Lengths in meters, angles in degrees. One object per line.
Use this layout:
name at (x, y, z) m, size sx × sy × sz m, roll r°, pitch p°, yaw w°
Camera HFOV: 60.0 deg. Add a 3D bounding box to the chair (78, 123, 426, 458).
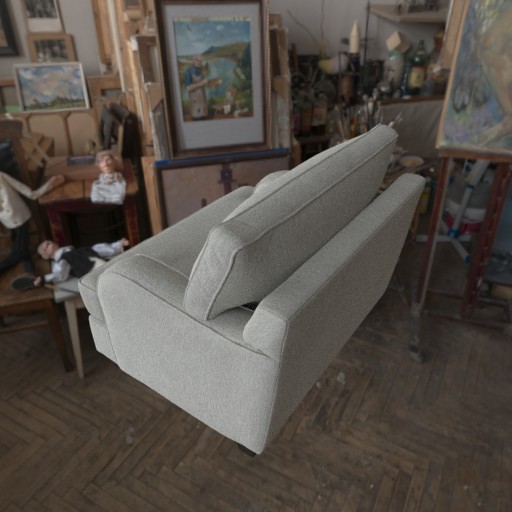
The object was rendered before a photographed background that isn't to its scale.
chair at (0.000, 0.000, 1.994) m, size 1.041 × 1.016 × 1.220 m, roll 21°, pitch 39°, yaw 29°
